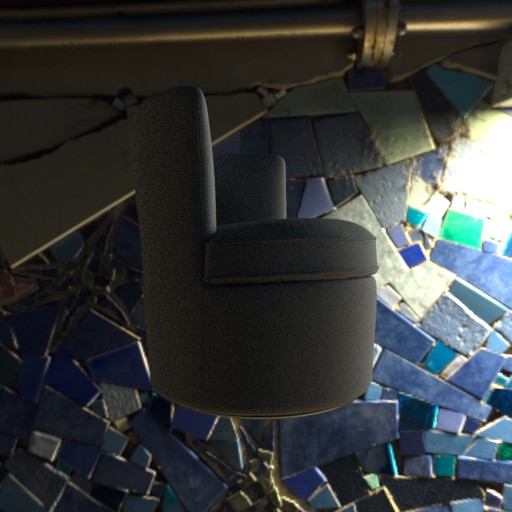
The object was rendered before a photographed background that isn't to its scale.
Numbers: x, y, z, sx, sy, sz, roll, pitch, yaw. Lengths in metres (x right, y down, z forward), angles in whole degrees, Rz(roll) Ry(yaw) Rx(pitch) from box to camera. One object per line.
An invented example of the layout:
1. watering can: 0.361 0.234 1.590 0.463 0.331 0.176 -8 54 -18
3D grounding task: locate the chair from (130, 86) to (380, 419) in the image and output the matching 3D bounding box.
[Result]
1. chair: 0.000 0.000 1.229 0.660 0.719 0.689 0 -1 19
